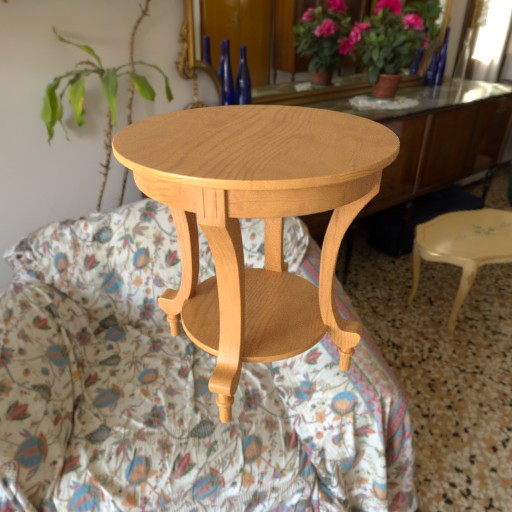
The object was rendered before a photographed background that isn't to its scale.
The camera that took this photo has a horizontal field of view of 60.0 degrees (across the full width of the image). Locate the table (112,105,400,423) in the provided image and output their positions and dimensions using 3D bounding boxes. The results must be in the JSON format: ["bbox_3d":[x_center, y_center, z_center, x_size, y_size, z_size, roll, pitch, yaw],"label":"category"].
[{"bbox_3d":[0.000,0.000,1.105,0.597,0.612,0.597,0,30,0],"label":"table"}]
